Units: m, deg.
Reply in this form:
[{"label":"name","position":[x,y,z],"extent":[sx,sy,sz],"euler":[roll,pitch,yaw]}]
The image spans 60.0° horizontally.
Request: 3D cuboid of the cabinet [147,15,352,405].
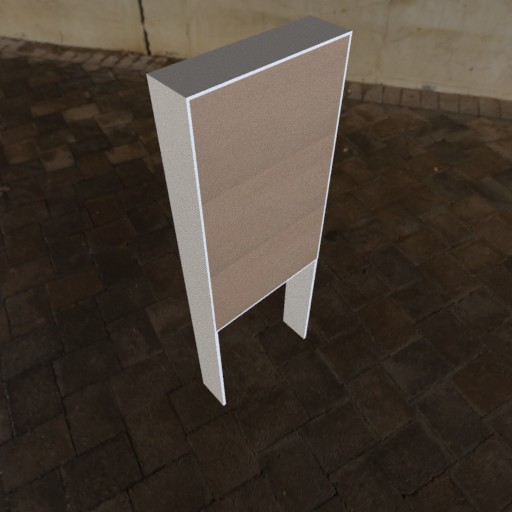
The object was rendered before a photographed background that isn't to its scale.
[{"label":"cabinet","position":[0.000,0.000,1.942],"extent":[0.643,1.770,0.192],"euler":[-34,56,-27]}]
